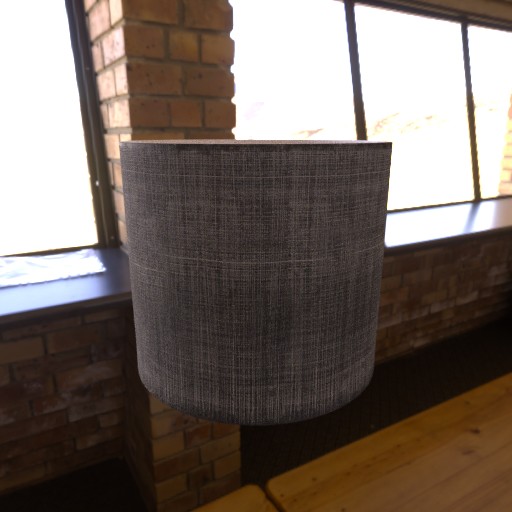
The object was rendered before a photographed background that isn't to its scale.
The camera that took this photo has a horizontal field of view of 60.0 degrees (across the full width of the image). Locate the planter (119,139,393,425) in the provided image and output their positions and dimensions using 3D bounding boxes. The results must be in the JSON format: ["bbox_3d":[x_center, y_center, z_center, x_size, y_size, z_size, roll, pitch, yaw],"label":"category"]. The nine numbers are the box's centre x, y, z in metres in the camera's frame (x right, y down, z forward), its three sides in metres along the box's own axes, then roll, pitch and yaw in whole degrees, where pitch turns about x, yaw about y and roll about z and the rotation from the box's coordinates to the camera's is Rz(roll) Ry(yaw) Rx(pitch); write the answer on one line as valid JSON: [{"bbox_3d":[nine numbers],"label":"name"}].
[{"bbox_3d":[0.000,0.000,0.399,0.221,0.201,0.221,0,15,0],"label":"planter"}]
